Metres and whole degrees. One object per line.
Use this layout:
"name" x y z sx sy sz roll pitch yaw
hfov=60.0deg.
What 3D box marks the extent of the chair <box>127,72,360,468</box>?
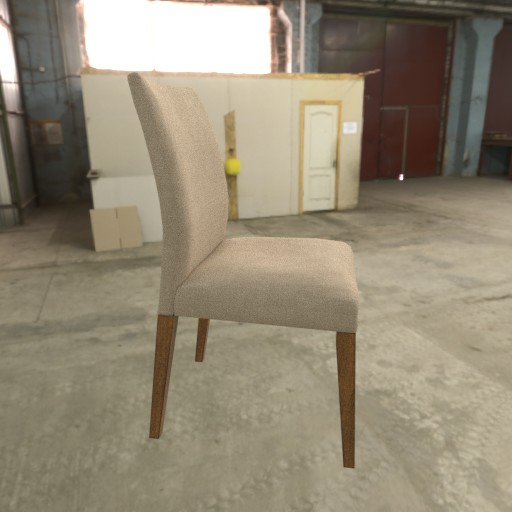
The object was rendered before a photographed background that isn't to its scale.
"chair" 0.000 0.000 1.262 0.585 0.940 0.496 3 16 9
